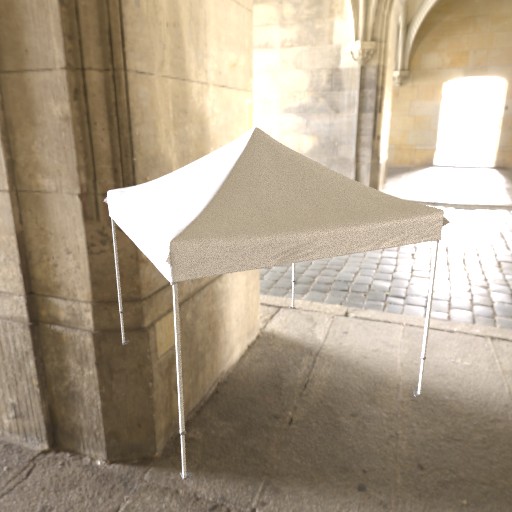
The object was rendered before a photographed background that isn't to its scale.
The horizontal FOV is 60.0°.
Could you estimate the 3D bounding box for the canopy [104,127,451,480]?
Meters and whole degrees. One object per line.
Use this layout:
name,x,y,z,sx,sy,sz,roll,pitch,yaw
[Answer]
canopy,0.000,0.000,5.367,2.996,2.998,2.994,-8,19,-25
